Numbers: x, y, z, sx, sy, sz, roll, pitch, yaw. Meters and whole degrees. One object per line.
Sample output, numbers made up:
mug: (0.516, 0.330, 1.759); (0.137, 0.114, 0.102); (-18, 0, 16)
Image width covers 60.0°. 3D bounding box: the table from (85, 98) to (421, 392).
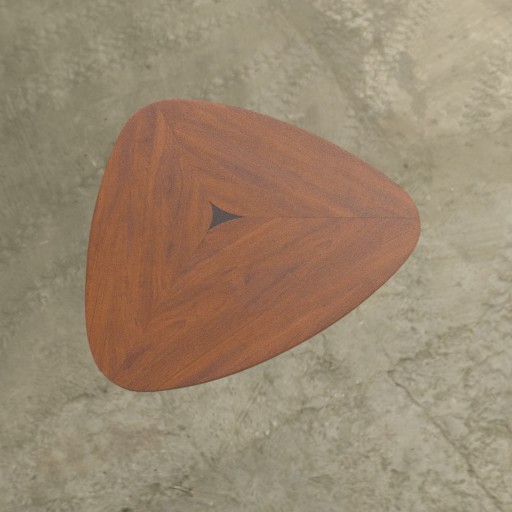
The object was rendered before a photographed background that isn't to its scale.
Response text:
table: (0.000, 0.000, 1.293); (0.821, 0.413, 0.833); (-1, 63, 0)
